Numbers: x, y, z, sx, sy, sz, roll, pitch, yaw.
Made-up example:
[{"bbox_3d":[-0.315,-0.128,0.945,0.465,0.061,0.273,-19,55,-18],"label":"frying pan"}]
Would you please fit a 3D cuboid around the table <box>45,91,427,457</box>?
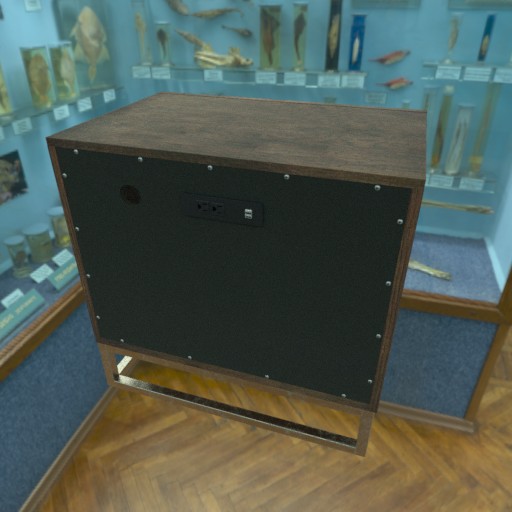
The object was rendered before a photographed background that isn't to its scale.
[{"bbox_3d":[0.000,0.000,1.241,0.767,0.746,0.542,10,33,16],"label":"table"}]
